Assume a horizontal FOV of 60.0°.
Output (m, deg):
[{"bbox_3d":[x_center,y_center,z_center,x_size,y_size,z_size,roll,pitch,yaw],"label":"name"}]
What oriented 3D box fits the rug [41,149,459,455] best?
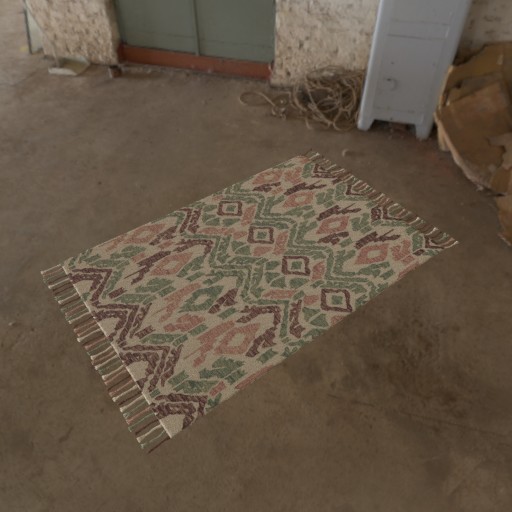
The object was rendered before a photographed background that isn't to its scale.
[{"bbox_3d":[0.000,0.000,3.004,2.438,0.011,1.524,-29,52,-25],"label":"rug"}]
